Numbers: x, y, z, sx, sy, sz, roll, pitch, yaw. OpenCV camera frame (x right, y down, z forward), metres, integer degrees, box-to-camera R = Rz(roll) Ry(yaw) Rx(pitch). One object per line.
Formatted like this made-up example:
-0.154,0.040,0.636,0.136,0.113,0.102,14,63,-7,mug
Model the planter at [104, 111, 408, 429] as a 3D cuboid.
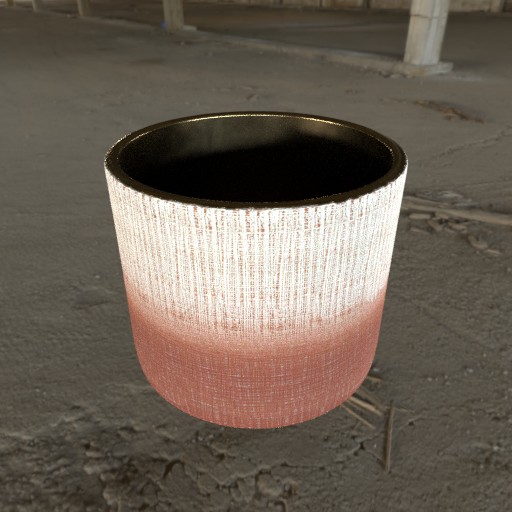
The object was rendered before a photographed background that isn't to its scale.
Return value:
0.000,0.000,0.435,0.254,0.221,0.254,0,32,0,planter
